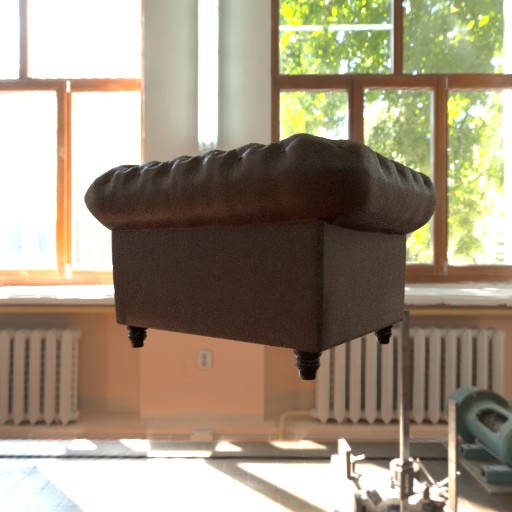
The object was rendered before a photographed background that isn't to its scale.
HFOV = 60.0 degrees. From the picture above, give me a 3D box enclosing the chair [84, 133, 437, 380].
[{"bbox_3d":[0.000,0.000,1.916,1.298,0.784,0.954,0,0,36],"label":"chair"}]
